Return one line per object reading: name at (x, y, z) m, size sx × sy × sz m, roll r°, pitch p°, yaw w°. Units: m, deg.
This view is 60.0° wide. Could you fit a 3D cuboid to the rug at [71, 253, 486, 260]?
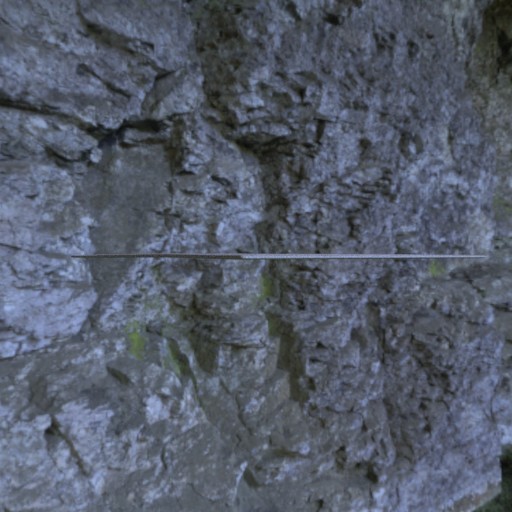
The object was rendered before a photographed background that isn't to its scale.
rug at (0.000, 0.000, 4.085) m, size 2.472 × 0.035 × 3.017 m, roll 0°, pitch 0°, yaw -37°
